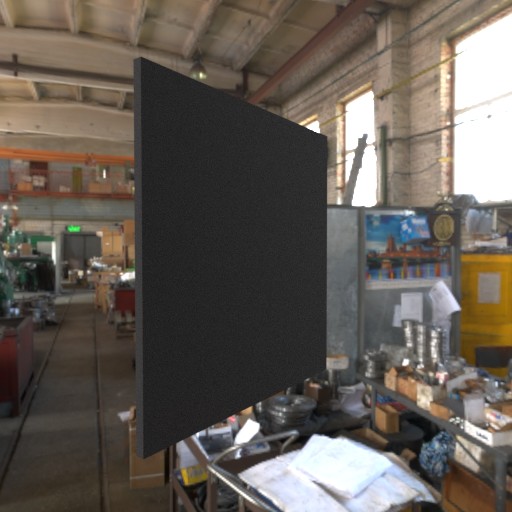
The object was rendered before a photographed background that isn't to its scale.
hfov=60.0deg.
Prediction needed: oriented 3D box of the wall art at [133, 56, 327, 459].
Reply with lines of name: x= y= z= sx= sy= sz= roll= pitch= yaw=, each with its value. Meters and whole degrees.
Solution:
wall art: x=0.000 y=0.000 z=0.691 sx=0.013 sy=0.458 sz=0.456 roll=1 pitch=2 yaw=36
